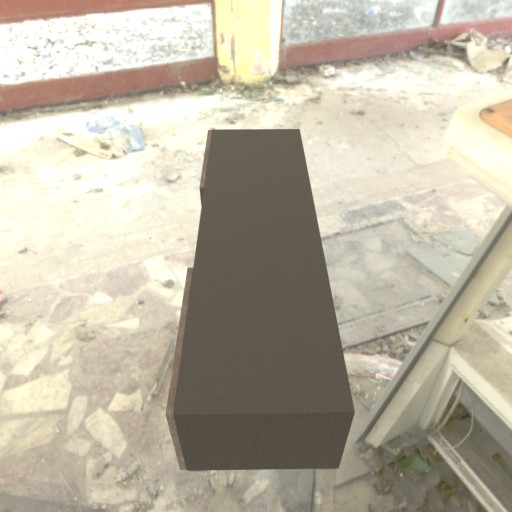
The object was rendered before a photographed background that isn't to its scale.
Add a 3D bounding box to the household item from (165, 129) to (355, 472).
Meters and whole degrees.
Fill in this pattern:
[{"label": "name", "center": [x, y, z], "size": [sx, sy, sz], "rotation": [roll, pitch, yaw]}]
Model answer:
[{"label": "household item", "center": [0.000, 0.000, 1.607], "size": [0.420, 0.310, 1.400], "rotation": [-1, 42, -1]}]
